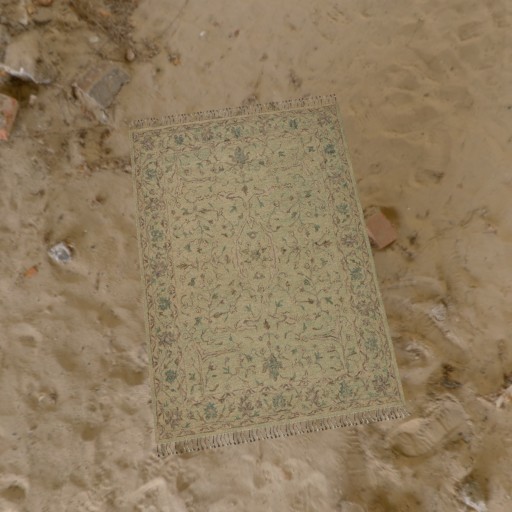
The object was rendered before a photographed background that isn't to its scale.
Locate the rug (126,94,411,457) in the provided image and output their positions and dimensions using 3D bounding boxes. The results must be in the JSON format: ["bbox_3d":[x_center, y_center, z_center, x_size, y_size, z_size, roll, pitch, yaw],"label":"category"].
[{"bbox_3d":[0.000,0.000,2.339,1.247,0.008,1.802,-8,75,-2],"label":"rug"}]
